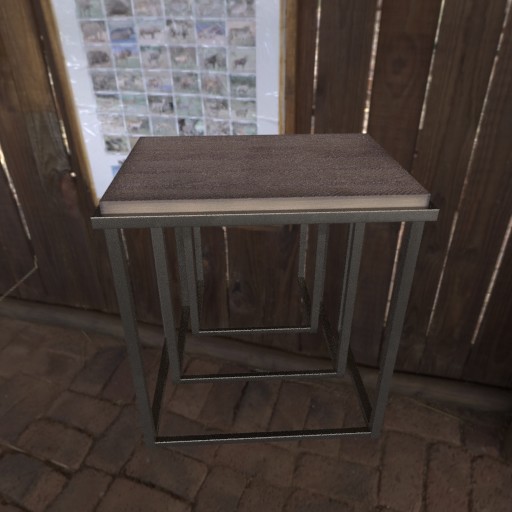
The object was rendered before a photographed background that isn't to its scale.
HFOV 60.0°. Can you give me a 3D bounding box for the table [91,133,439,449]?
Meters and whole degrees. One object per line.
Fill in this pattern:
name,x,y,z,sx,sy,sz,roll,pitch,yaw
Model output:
table,0.000,0.000,1.155,0.559,0.610,0.706,-2,30,-3
